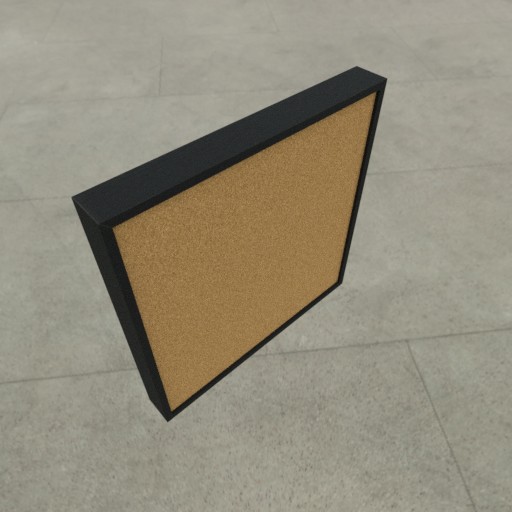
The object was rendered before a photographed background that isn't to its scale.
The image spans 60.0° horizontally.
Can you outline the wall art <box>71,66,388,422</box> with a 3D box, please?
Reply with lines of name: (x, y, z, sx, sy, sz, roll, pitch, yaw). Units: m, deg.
wall art: (0.000, 0.000, 0.472, 0.305, 0.305, 0.037, -33, 55, -27)
